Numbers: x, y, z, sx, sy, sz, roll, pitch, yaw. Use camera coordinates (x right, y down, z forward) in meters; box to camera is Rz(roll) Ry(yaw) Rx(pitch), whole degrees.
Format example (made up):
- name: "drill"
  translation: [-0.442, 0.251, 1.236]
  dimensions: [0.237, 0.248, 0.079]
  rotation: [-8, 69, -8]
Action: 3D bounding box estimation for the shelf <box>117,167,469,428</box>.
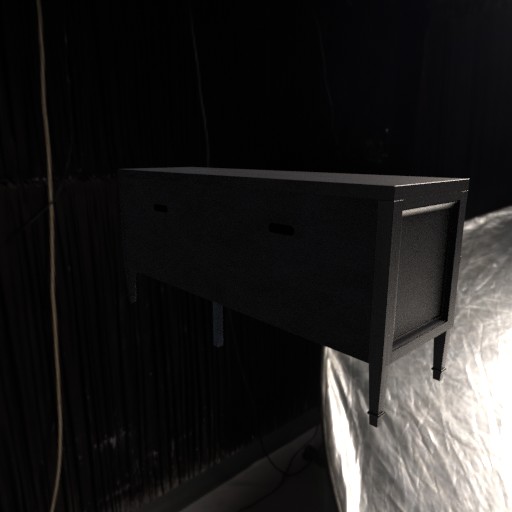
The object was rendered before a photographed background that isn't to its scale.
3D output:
- name: "shelf"
  translation: [0.000, 0.000, 1.946]
  dimensions: [0.479, 0.719, 1.575]
  rotation: [-12, 18, -41]
